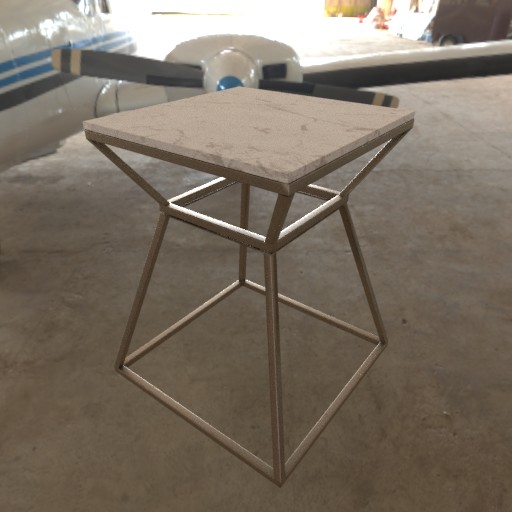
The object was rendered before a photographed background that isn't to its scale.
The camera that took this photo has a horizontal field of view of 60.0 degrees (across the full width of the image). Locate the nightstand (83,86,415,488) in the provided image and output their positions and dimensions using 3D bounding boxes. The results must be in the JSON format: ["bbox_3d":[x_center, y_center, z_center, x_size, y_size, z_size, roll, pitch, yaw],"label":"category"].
[{"bbox_3d":[0.000,0.000,0.896,0.455,0.554,0.455,21,37,32],"label":"nightstand"}]
